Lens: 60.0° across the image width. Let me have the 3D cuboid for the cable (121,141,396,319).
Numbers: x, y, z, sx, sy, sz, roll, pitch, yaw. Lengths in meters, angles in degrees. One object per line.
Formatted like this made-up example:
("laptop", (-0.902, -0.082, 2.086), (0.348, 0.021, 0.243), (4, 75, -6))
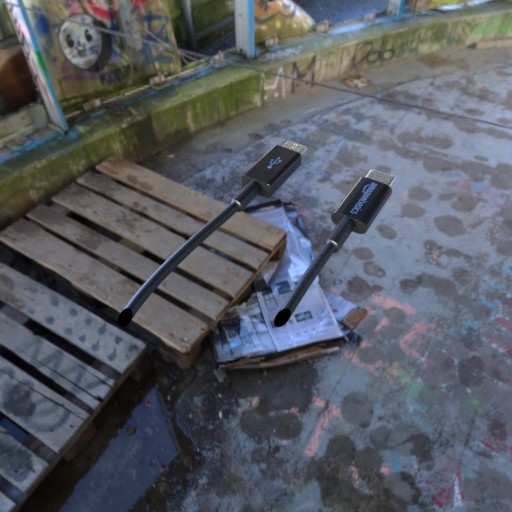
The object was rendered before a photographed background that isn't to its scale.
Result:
("cable", (0.000, 0.000, 0.113), (0.040, 0.006, 0.098), (25, 52, 21))
